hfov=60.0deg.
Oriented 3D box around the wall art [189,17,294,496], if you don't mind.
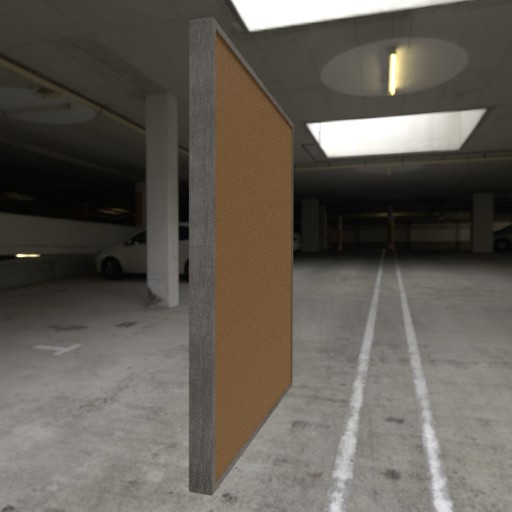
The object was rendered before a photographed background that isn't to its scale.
[{"bbox_3d":[0.000,0.000,0.688,0.032,0.521,0.421,0,1,16],"label":"wall art"}]
